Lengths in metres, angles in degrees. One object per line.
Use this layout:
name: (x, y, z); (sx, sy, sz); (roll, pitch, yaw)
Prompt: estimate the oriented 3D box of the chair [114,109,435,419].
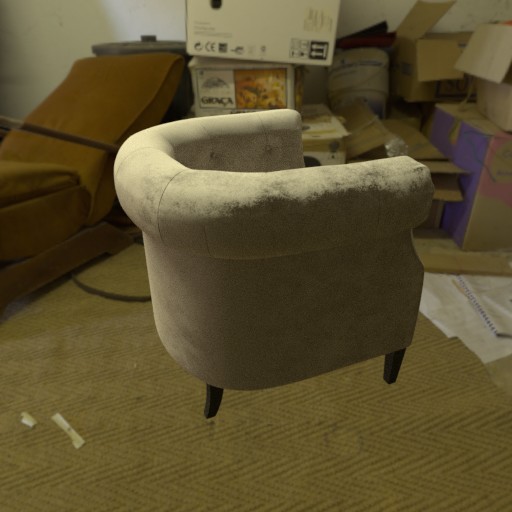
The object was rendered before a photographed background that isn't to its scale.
chair: (0.000, 0.000, 1.536); (0.851, 0.826, 0.904); (-11, 31, -20)
